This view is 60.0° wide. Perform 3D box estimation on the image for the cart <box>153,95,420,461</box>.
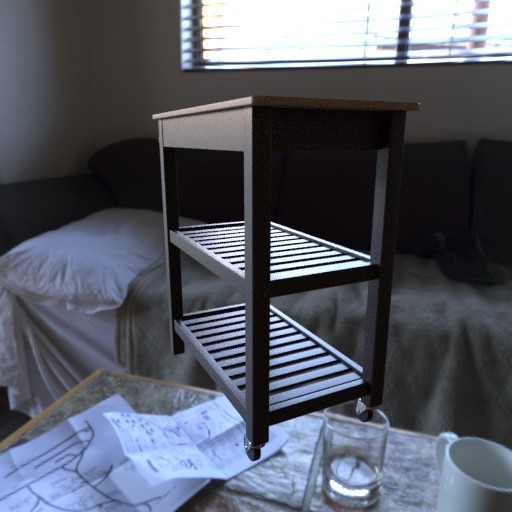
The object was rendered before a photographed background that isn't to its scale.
[{"bbox_3d":[0.000,0.000,1.486,0.457,0.927,0.899,-7,16,-25],"label":"cart"}]
